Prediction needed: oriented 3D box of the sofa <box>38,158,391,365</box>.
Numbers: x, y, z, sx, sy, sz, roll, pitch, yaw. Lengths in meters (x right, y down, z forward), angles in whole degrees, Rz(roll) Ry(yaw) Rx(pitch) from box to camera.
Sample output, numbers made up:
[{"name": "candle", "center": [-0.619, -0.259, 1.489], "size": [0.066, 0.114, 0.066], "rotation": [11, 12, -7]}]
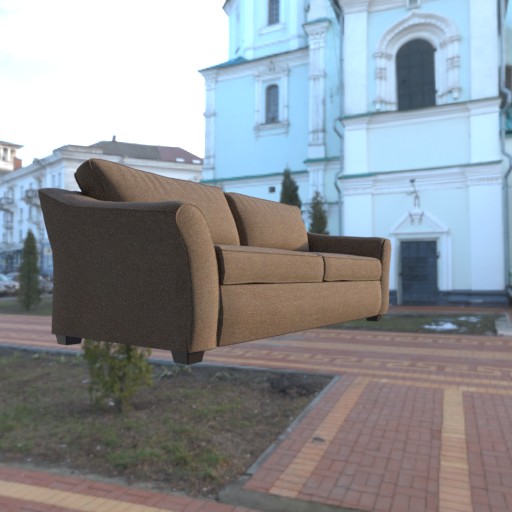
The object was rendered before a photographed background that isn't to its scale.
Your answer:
[{"name": "sofa", "center": [0.000, 0.000, 2.721], "size": [0.986, 0.906, 2.270], "rotation": [-2, -3, 36]}]
